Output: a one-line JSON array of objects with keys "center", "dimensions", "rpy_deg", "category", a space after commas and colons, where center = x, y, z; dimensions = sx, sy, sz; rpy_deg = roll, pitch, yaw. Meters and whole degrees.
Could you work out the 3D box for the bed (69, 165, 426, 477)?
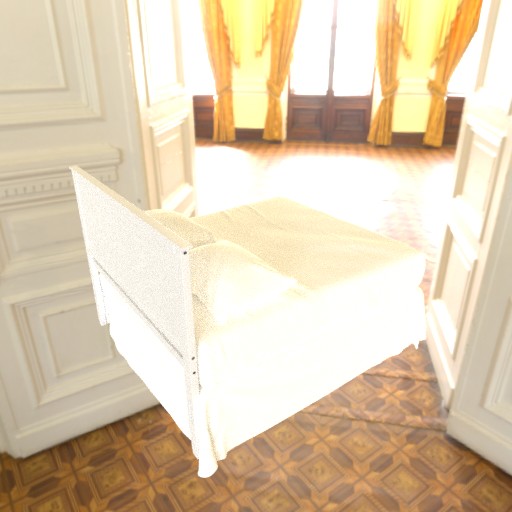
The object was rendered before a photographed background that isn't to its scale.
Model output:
[{"center": [0.000, 0.000, 3.220], "dimensions": [2.047, 1.269, 1.876], "rpy_deg": [-18, 31, -32], "category": "bed"}]
